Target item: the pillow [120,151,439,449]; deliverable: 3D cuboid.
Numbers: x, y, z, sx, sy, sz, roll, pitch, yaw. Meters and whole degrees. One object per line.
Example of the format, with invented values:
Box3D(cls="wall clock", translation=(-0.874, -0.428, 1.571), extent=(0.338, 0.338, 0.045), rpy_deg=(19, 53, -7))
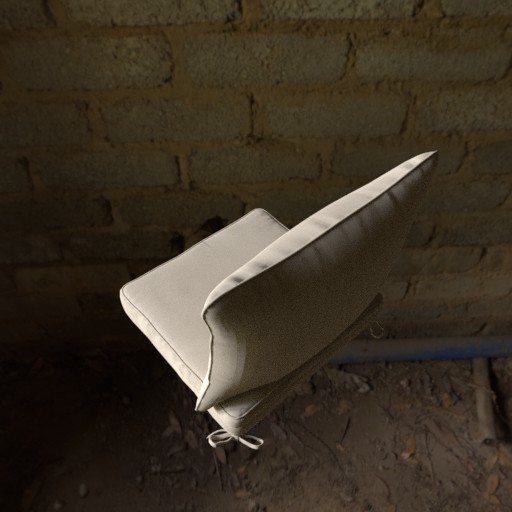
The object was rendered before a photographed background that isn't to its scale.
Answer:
Box3D(cls="pillow", translation=(0.000, 0.000, 1.365), extent=(0.798, 0.716, 0.733), rpy_deg=(-33, 55, -27))
